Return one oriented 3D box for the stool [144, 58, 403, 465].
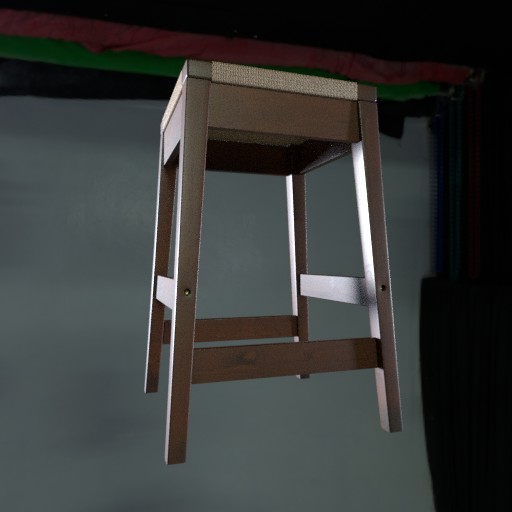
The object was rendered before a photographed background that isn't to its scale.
[{"bbox_3d":[0.000,0.000,1.119,0.507,0.762,0.497,0,-1,-19],"label":"stool"}]
